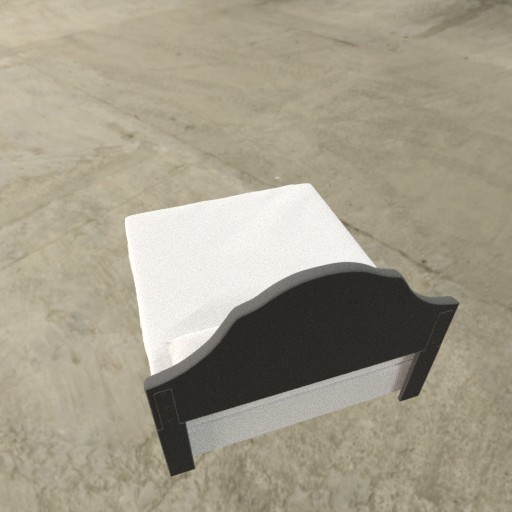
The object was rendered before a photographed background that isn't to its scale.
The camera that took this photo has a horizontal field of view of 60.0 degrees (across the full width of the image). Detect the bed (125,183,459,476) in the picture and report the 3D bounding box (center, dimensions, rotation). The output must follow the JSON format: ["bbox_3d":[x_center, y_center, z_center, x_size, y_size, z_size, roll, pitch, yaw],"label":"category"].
[{"bbox_3d":[0.000,0.000,3.494,2.008,1.615,2.214,-12,43,-14],"label":"bed"}]
